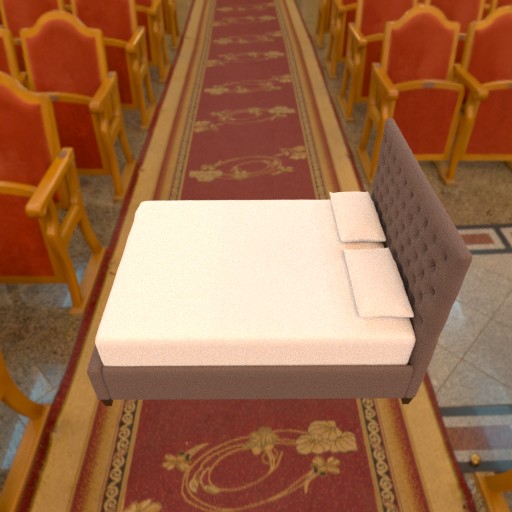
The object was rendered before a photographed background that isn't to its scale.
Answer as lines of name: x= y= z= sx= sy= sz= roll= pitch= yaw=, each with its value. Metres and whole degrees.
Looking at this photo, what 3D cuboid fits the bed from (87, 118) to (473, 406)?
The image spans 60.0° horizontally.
bed: x=0.000 y=0.000 z=3.328 sx=2.233 sy=1.426 sz=1.696 roll=0 pitch=41 yaw=0
